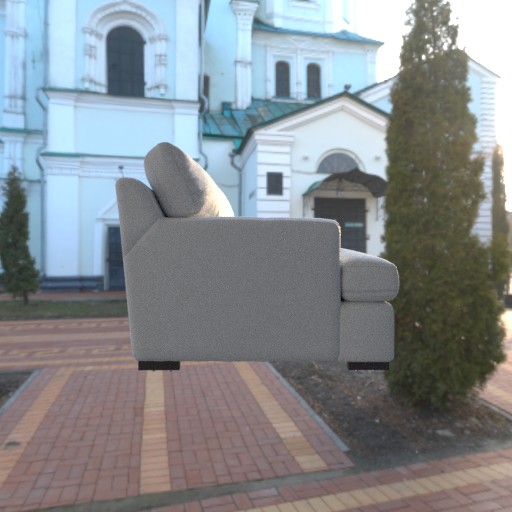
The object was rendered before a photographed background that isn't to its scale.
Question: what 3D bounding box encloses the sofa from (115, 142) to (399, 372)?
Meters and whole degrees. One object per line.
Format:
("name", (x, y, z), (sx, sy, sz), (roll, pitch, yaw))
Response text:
("sofa", (0.000, 0.000, 2.831), (1.143, 0.940, 2.261), (0, -1, 0))
